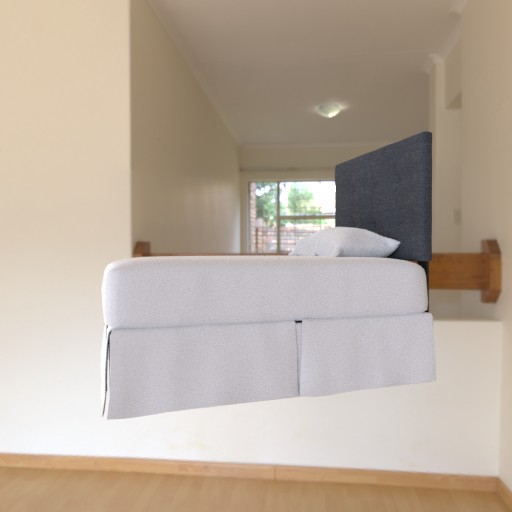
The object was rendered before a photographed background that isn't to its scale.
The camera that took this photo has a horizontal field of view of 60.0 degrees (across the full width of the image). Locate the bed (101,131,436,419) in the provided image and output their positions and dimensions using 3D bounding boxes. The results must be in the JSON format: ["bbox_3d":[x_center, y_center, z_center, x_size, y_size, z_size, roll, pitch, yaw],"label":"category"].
[{"bbox_3d":[0.000,0.000,3.005,1.997,1.571,1.261,0,0,-19],"label":"bed"}]
